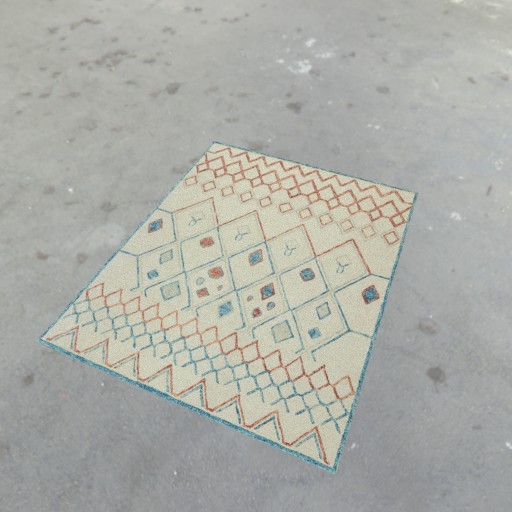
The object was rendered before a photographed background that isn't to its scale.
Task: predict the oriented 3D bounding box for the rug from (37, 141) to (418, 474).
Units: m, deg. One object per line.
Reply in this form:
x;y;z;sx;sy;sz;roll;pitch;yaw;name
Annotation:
0.000;0.000;4.095;2.441;0.016;3.050;18;50;16;rug
